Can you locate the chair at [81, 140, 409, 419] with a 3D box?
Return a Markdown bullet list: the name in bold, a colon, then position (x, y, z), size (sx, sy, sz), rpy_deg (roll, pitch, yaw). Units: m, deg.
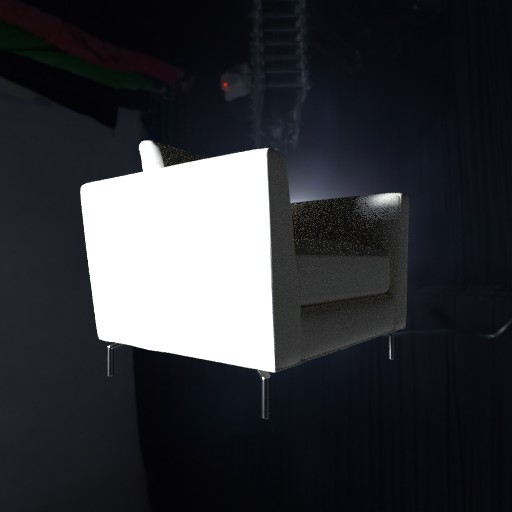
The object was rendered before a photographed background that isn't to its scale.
- **chair**: position (0.000, 0.000, 1.760), size (0.889, 0.865, 1.041), rpy_deg (0, -1, 38)
